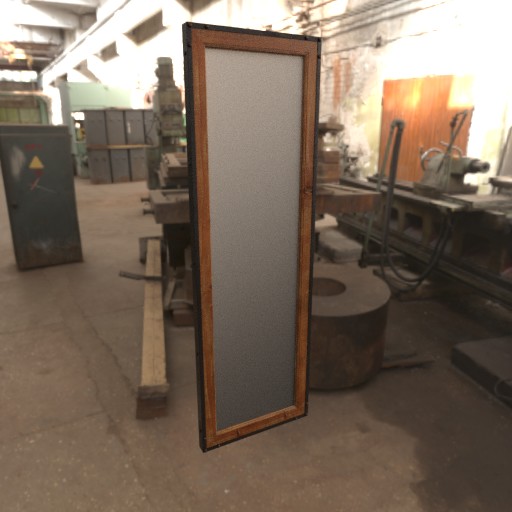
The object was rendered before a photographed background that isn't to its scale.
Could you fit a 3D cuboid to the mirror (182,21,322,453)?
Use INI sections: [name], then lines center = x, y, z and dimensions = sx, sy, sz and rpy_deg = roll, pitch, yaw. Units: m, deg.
[mirror]
center = 0.000, 0.000, 1.167
dimensions = 0.354, 1.080, 0.042
rpy_deg = -9, 18, -27
